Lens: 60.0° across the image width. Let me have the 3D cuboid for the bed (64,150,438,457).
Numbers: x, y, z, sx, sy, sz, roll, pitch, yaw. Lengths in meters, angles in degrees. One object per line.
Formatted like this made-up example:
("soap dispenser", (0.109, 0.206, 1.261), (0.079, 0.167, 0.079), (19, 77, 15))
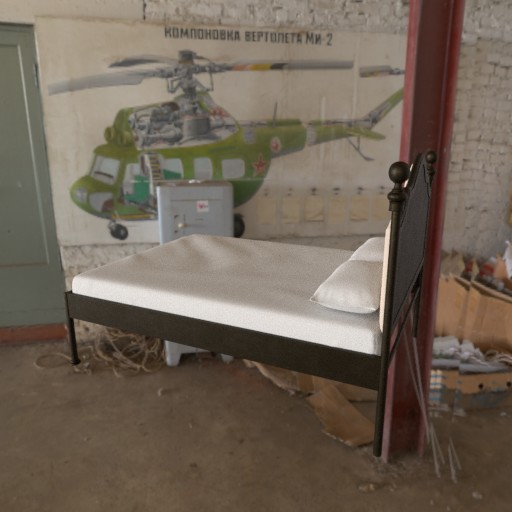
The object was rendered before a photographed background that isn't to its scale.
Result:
("bed", (0.000, 0.000, 3.229), (2.224, 1.499, 1.642), (7, 17, 25))
